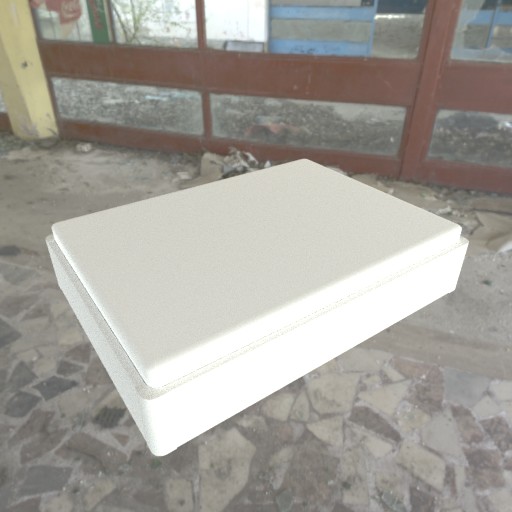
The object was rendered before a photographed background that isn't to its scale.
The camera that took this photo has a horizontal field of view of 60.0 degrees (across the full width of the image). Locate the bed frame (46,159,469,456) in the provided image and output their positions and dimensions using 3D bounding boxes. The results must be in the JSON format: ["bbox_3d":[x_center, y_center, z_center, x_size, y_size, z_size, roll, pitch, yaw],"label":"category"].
[{"bbox_3d":[0.000,0.000,2.500,1.900,0.406,1.400,-20,37,-29],"label":"bed frame"}]
